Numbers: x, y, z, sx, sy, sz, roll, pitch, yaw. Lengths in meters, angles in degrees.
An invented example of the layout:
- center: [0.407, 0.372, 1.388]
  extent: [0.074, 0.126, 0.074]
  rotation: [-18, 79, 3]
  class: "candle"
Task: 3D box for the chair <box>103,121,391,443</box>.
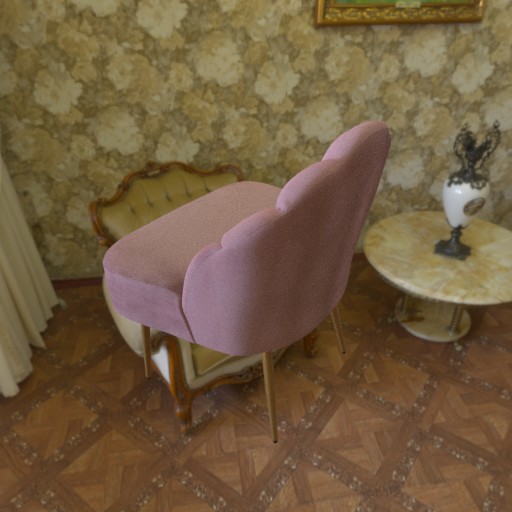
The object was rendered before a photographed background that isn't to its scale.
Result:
- center: [0.000, 0.000, 1.235]
  extent: [0.599, 0.819, 0.657]
  rotation: [20, 37, 30]
  class: "chair"
